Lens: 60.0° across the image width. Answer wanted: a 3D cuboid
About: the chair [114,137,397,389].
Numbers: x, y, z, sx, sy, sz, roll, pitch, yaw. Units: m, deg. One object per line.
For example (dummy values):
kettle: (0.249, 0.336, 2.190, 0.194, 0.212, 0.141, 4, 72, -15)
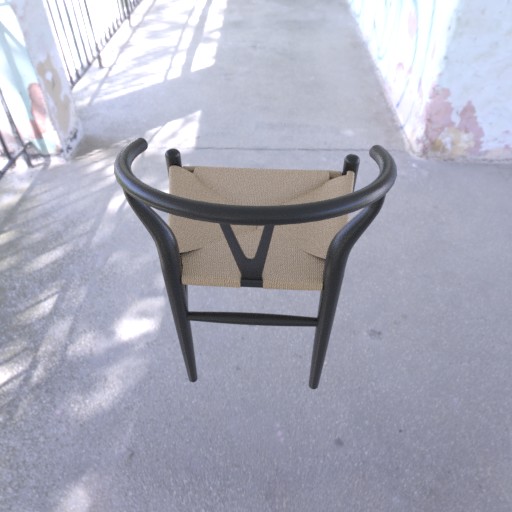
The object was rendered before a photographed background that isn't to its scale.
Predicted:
chair: (0.000, 0.000, 1.140, 0.570, 0.739, 0.570, 2, 45, 2)
